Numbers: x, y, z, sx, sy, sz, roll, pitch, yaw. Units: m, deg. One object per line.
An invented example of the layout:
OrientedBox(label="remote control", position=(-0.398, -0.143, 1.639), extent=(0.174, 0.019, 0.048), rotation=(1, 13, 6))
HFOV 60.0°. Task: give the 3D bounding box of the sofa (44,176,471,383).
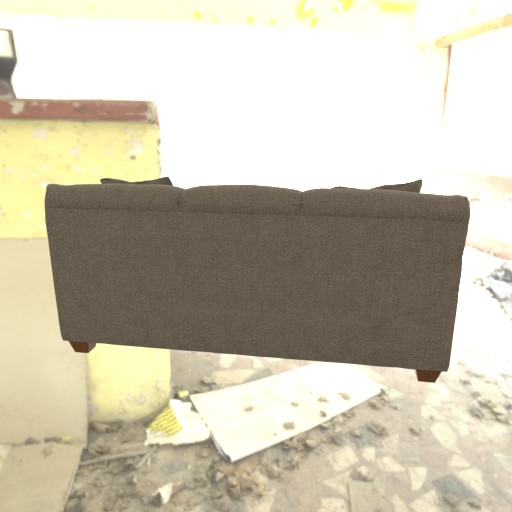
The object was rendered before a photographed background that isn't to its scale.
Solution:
OrientedBox(label="sofa", position=(0.000, 0.000, 2.602), extent=(2.024, 0.958, 0.997), rotation=(3, 16, 9))
